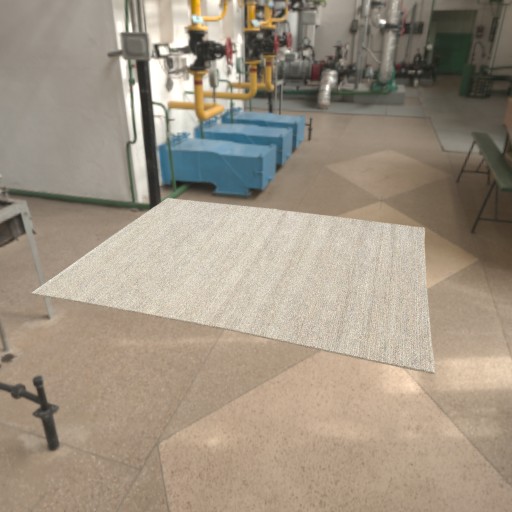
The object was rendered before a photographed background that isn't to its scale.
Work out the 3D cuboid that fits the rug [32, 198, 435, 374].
[{"bbox_3d":[0.000,0.000,4.893,3.626,0.051,2.757,8,29,16],"label":"rug"}]
